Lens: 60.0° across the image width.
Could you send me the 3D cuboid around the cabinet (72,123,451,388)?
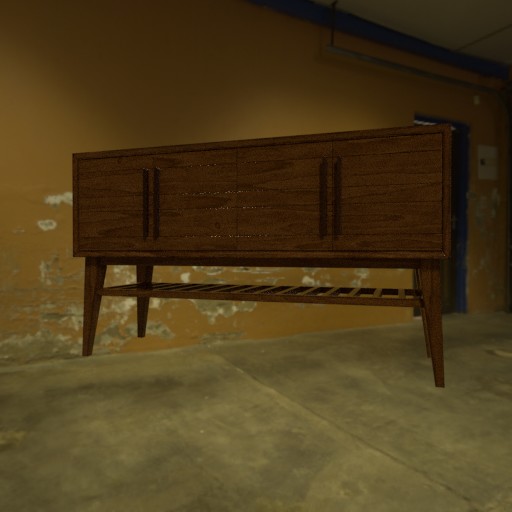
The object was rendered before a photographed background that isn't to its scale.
[{"bbox_3d":[0.000,0.000,1.745,1.363,0.802,0.477,0,1,18],"label":"cabinet"}]
